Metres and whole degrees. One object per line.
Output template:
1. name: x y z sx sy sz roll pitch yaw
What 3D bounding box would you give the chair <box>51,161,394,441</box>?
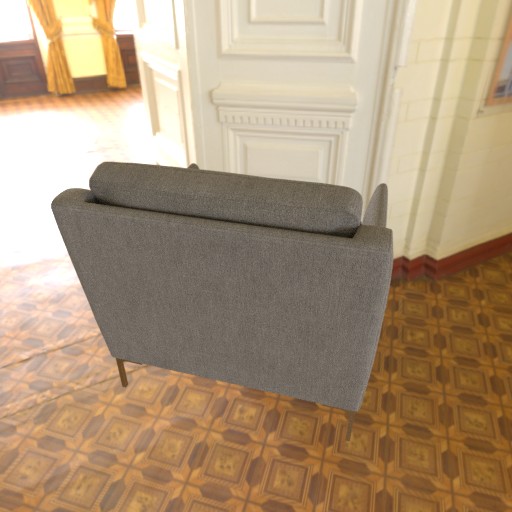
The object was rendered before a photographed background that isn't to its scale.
1. chair: 0.000 0.000 1.509 0.847 0.828 0.849 9 33 13
